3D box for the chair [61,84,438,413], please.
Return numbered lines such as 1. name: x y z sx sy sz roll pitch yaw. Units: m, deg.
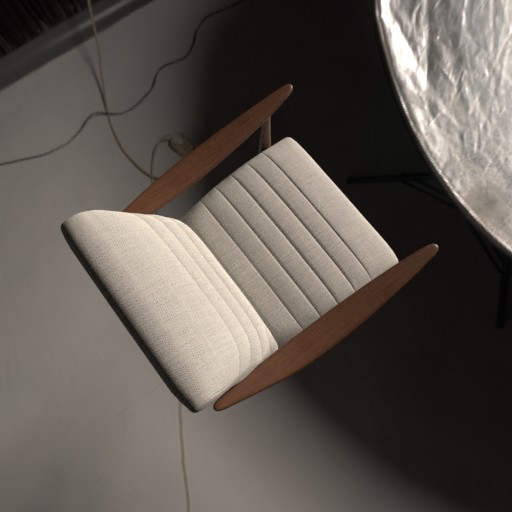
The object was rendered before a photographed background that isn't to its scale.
1. chair: 0.000 0.000 1.450 0.798 0.832 0.741 -37 79 -9
